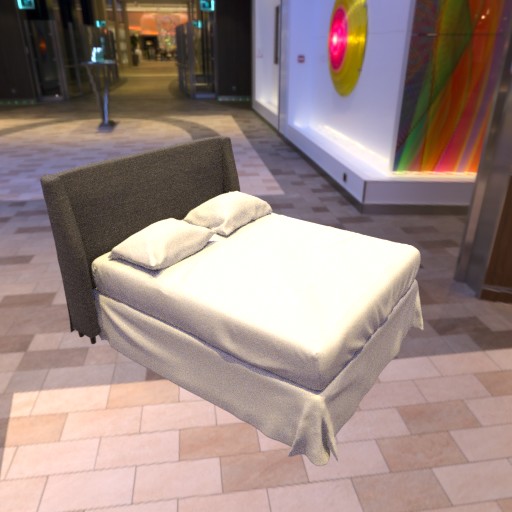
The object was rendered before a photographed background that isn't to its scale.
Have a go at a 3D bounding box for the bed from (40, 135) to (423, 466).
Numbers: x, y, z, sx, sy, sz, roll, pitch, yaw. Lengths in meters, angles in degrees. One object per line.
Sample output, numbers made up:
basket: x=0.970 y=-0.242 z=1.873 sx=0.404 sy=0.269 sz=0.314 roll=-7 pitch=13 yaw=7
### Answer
bed: x=0.000 y=0.000 z=3.370 sx=2.276 sy=1.332 sz=1.925 roll=17 pitch=30 yaw=32
